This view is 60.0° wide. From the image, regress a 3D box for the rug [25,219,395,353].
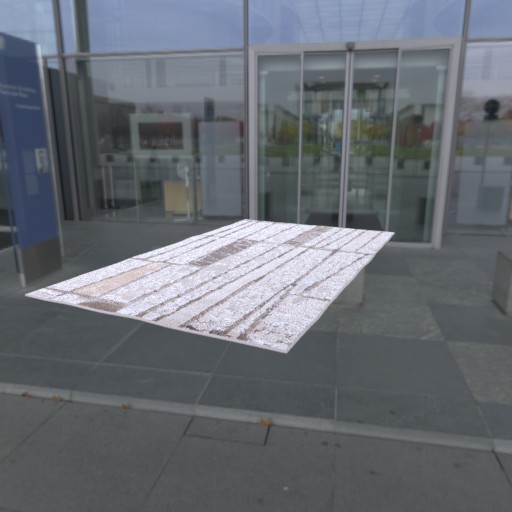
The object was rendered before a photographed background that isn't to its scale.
[{"bbox_3d":[0.000,0.000,1.071,0.515,0.007,0.867,7,16,25],"label":"rug"}]
